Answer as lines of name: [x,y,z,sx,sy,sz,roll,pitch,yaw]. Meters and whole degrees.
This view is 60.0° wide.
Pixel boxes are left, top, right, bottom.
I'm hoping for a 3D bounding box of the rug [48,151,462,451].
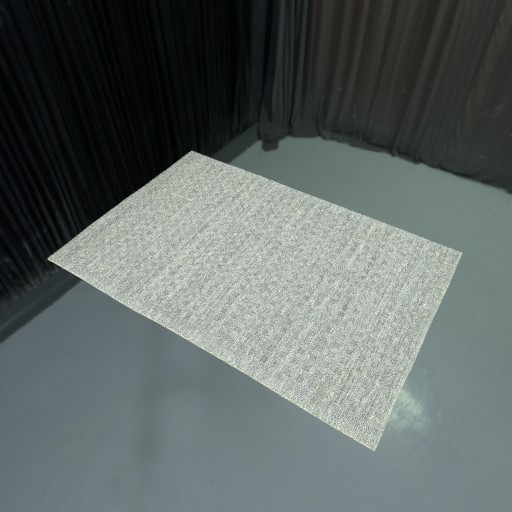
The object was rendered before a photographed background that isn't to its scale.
rug: [0.000,0.000,2.939,2.297,0.018,1.532,25,51,22]
